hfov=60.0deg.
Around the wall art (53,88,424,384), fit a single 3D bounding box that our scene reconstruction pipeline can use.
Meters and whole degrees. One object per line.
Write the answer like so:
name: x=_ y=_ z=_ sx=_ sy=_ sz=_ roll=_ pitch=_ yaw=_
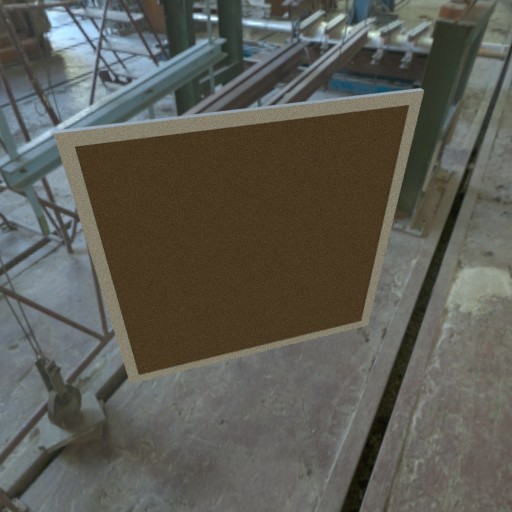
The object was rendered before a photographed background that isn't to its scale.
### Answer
wall art: x=0.000 y=0.000 z=1.201 sx=0.812 sy=0.812 sz=0.015 roll=-11 pitch=41 yaw=-13
